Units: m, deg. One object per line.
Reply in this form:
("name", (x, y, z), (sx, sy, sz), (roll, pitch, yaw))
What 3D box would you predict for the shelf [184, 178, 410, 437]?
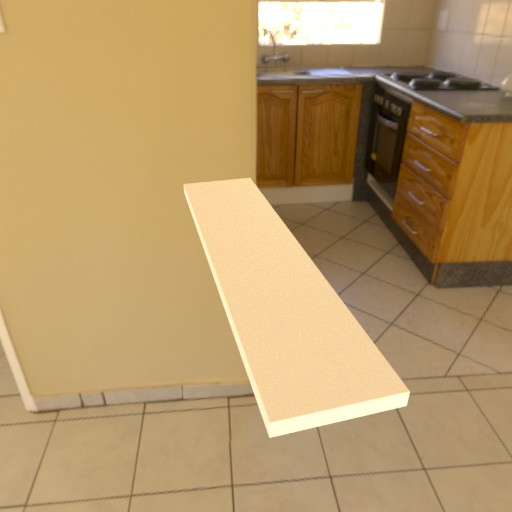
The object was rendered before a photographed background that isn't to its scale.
("shelf", (0.000, 0.000, 0.666), (0.140, 0.020, 0.610), (-8, 31, -13))
